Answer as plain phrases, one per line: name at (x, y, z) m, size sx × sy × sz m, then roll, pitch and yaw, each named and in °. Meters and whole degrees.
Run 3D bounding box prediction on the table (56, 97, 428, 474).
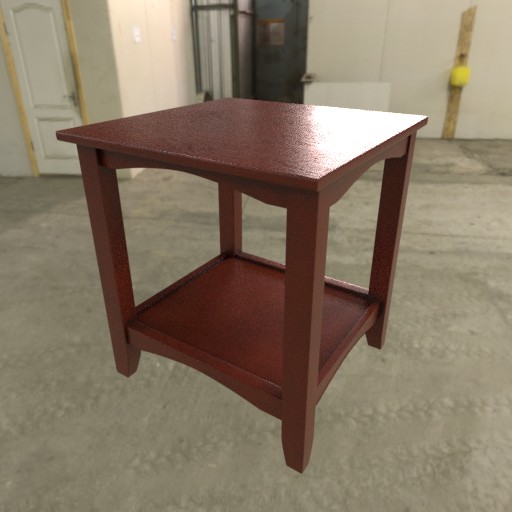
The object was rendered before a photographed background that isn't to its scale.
table at (0.000, 0.000, 0.955) m, size 0.523 × 0.558 × 0.522 m, roll 18°, pitch 32°, yaw 31°
